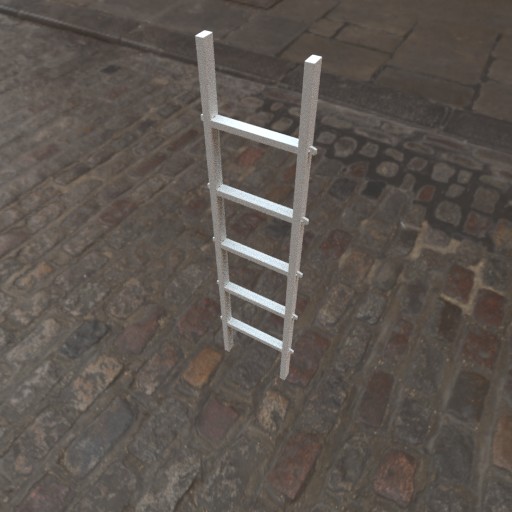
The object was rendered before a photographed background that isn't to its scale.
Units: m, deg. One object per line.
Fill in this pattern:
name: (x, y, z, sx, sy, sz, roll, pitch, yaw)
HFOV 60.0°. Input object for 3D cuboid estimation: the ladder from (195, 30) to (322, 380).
ladder: (0.000, 0.000, 1.957, 0.452, 1.797, 0.051, 23, 50, 20)
